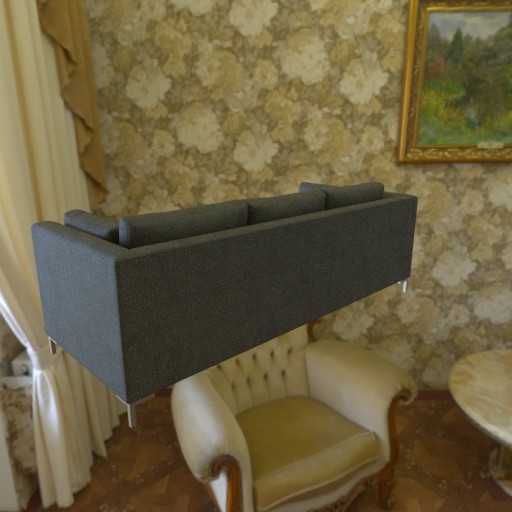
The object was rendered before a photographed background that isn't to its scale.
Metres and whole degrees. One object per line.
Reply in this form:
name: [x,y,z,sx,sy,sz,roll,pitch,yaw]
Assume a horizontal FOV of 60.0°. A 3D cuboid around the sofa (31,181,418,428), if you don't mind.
sofa: [0.000,0.000,2.894,2.415,0.867,0.969,-15,22,-42]
